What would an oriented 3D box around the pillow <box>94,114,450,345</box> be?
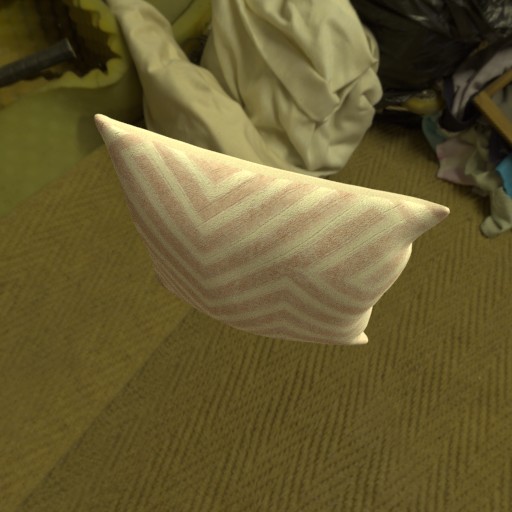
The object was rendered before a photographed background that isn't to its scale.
[{"bbox_3d":[0.000,0.000,0.690,0.440,0.441,0.182,16,61,9],"label":"pillow"}]
